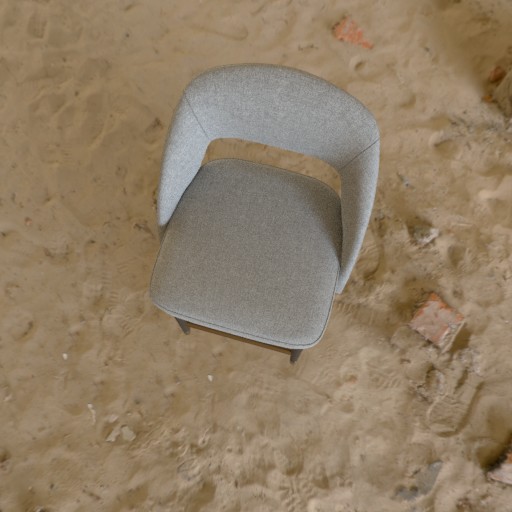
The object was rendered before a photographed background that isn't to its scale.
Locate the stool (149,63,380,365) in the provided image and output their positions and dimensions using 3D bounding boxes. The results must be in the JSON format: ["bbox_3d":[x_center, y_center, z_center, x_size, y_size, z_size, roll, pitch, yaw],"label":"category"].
[{"bbox_3d":[0.000,0.000,1.290,0.494,1.037,0.509,15,76,4],"label":"stool"}]
